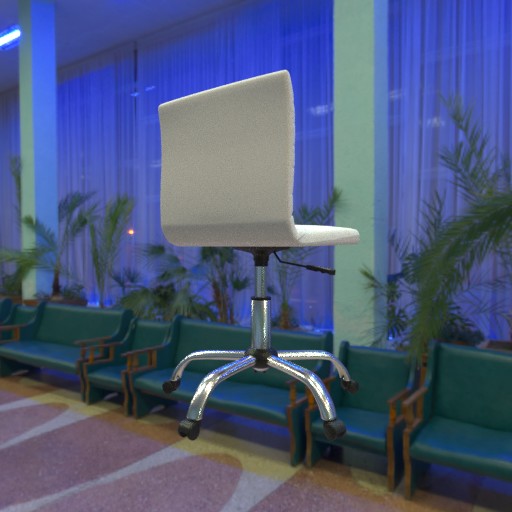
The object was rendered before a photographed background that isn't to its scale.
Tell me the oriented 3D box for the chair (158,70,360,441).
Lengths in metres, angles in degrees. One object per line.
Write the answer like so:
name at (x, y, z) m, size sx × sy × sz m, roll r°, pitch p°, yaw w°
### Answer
chair at (0.000, 0.000, 1.149) m, size 0.556 × 0.780 × 0.530 m, roll 1°, pitch 2°, yaw 36°
